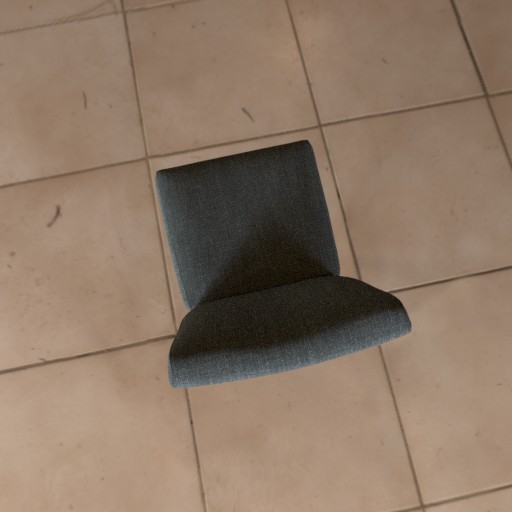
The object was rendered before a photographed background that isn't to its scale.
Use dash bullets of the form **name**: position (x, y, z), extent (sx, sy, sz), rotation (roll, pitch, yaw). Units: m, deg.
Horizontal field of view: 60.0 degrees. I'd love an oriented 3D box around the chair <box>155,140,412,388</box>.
- **chair**: position (0.000, 0.000, 1.255), extent (0.487, 0.884, 0.629), rotation (-13, 77, -3)
